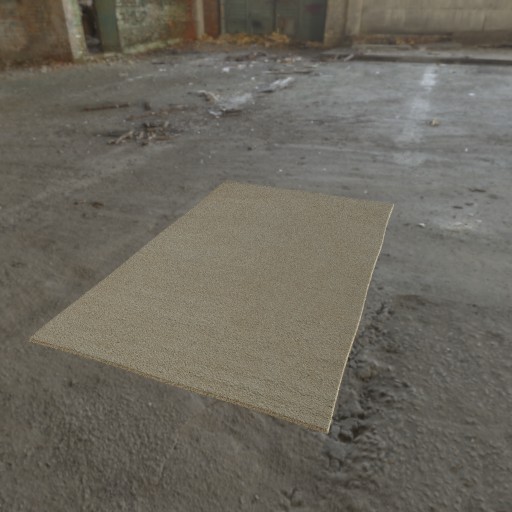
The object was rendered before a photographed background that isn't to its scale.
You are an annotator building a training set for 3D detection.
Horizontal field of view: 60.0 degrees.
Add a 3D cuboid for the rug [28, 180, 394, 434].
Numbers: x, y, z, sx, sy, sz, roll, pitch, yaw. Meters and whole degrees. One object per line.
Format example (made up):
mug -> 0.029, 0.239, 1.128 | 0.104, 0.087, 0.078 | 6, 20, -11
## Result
rug -> 0.000, 0.000, 2.896 | 1.500, 0.025, 2.346 | 11, 32, 18
